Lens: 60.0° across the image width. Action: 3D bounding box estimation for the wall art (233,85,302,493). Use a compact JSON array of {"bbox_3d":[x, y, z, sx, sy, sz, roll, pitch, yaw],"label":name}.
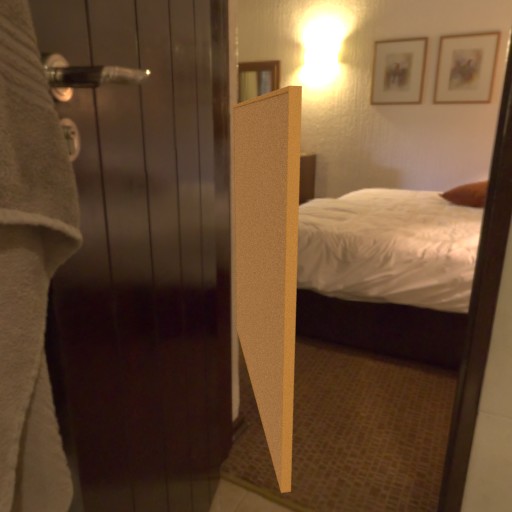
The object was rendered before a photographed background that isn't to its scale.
[{"bbox_3d":[0.000,0.000,0.681,0.013,0.455,0.457,-3,17,-9],"label":"wall art"}]
